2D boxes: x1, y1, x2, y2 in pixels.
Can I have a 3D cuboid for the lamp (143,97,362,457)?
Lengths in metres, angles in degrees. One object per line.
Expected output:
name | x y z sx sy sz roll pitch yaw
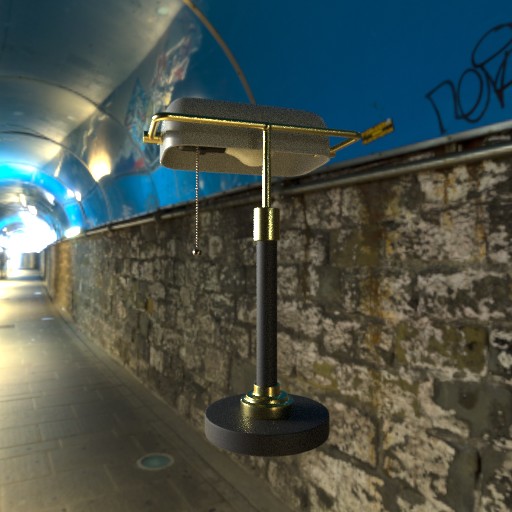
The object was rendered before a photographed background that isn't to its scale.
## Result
lamp | 0.000 0.000 0.556 0.269 0.404 0.227 0 0 -18
